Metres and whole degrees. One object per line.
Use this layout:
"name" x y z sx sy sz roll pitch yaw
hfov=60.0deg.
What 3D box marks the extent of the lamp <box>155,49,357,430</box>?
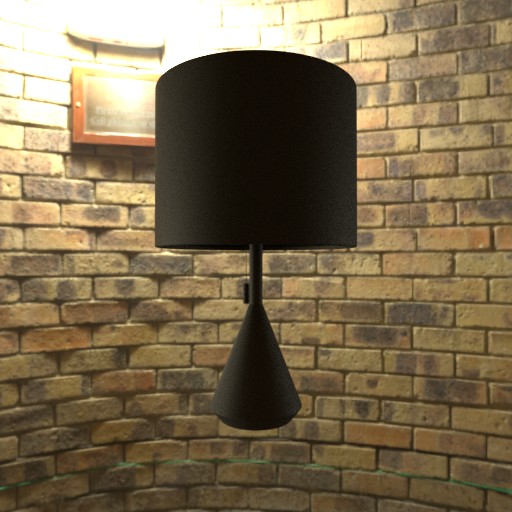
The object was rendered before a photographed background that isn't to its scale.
"lamp" 0.000 0.000 0.806 0.359 0.584 0.359 -1 -1 36
